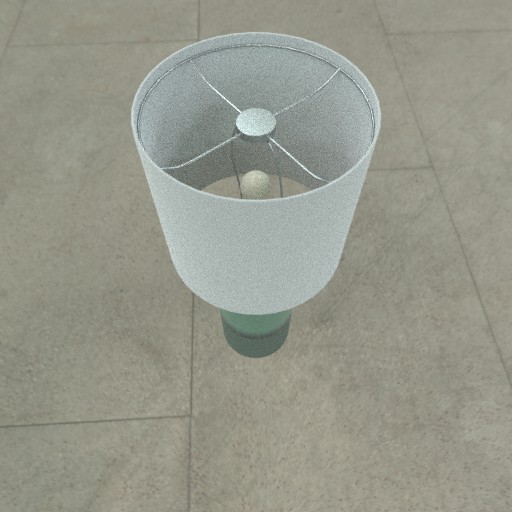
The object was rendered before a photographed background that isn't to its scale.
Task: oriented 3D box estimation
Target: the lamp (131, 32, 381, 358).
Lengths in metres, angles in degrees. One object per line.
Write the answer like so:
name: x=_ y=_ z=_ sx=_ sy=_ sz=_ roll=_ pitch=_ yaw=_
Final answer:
lamp: x=0.000 y=0.000 z=0.588 sx=0.212 sy=0.493 sz=0.212 roll=-34 pitch=64 yaw=-19
